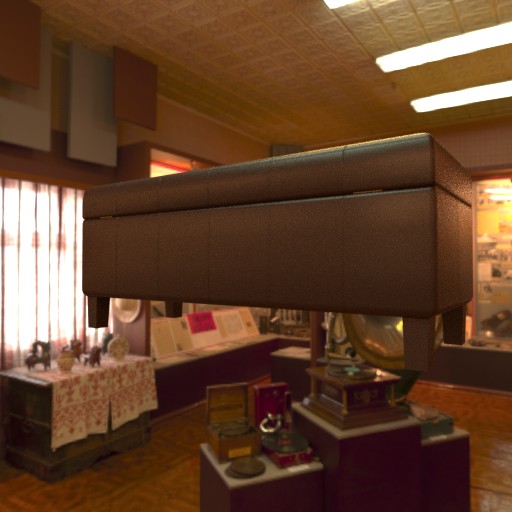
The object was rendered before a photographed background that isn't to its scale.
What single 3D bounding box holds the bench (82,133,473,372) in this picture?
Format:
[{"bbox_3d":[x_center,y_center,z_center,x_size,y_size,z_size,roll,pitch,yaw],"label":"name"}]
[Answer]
[{"bbox_3d":[0.000,0.000,1.295,1.092,0.457,0.429,-1,-1,35],"label":"bench"}]
